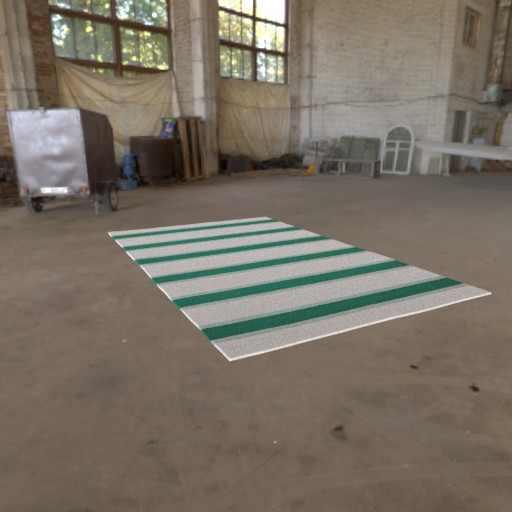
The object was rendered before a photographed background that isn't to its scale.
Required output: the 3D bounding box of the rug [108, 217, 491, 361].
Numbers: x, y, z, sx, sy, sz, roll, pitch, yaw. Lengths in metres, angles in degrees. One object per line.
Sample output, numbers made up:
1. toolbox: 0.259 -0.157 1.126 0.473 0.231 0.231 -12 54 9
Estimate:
1. rug: 0.000 0.000 3.021 1.521 0.015 2.436 -8 18 -27
